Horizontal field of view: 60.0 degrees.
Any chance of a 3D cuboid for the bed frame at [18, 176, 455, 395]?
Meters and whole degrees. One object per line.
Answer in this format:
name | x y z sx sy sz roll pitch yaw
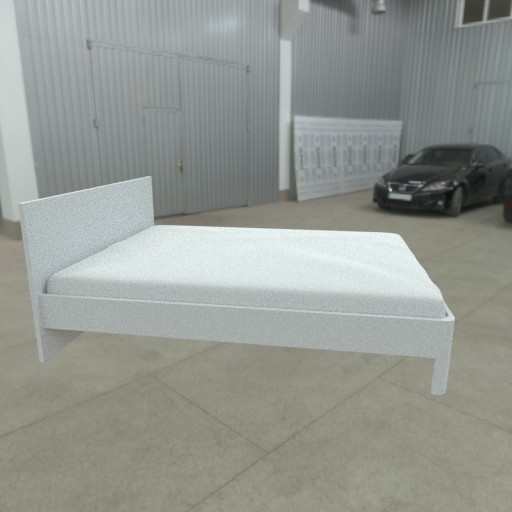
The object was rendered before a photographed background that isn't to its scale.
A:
bed frame | 0.000 0.000 2.676 1.950 0.800 1.490 3 15 9
